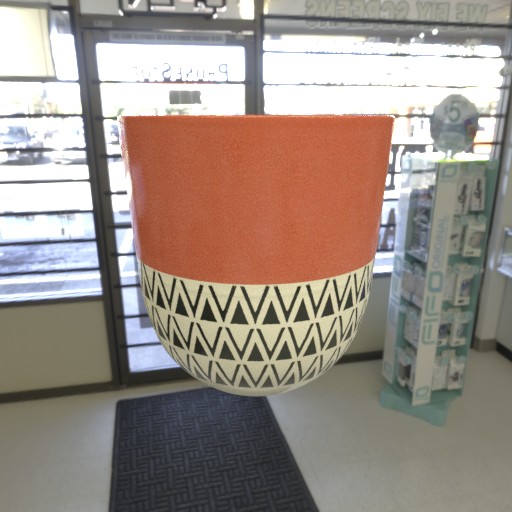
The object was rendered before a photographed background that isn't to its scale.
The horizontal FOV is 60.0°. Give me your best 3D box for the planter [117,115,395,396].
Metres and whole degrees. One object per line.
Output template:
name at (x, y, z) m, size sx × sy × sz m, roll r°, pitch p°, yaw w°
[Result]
planter at (0.000, 0.000, 0.356) m, size 0.195 × 0.214 × 0.195 m, roll 0°, pitch 17°, yaw 0°
